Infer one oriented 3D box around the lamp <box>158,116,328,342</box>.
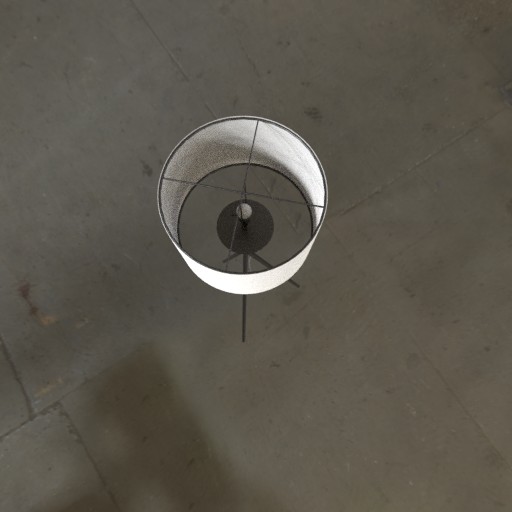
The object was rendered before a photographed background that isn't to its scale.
[{"bbox_3d":[0.000,0.000,1.915,0.522,1.624,0.667,11,76,3],"label":"lamp"}]
